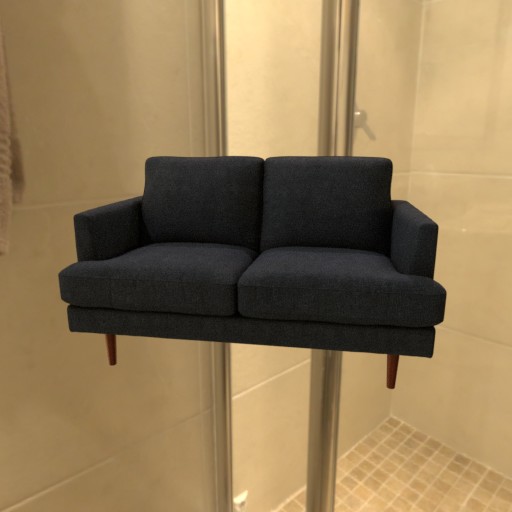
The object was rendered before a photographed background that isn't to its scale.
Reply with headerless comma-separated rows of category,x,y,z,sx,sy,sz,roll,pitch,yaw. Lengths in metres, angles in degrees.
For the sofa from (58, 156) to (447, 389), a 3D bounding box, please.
sofa,0.000,0.000,2.165,1.582,0.944,0.903,2,14,9
